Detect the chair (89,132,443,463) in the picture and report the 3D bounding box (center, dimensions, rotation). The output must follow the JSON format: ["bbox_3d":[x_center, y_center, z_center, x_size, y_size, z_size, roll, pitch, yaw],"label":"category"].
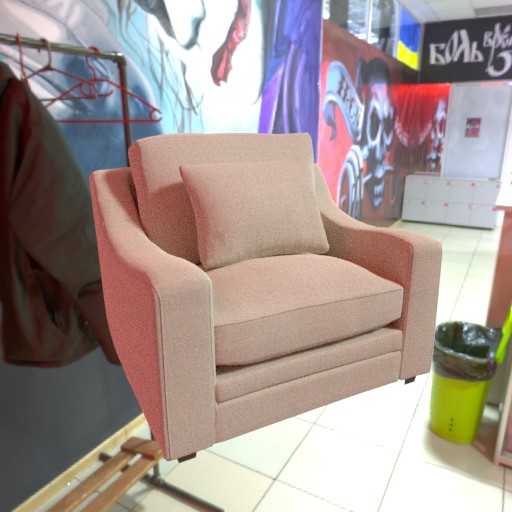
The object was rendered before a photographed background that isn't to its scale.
[{"bbox_3d":[0.000,0.000,1.901,1.178,1.016,1.009,-8,18,-26],"label":"chair"}]
